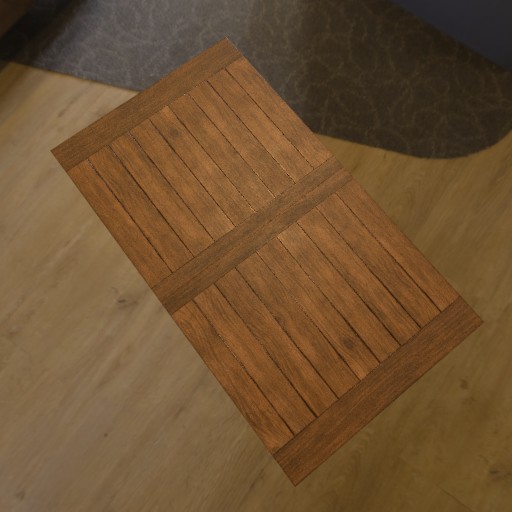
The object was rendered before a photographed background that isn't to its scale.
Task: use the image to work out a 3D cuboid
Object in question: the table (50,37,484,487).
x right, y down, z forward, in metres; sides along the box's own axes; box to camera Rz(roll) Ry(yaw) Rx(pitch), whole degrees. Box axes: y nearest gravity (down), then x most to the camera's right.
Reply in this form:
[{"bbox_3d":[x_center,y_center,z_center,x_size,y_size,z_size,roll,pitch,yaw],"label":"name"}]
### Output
[{"bbox_3d":[0.000,0.000,2.149,0.931,0.757,1.641,-37,78,-9],"label":"table"}]
